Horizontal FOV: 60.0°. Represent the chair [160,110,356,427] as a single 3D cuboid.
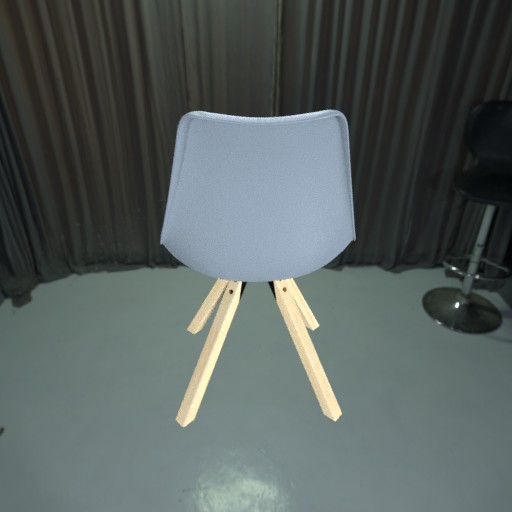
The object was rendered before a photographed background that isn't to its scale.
[{"bbox_3d":[0.000,0.000,1.155,0.485,0.850,0.549,-1,31,-2],"label":"chair"}]
